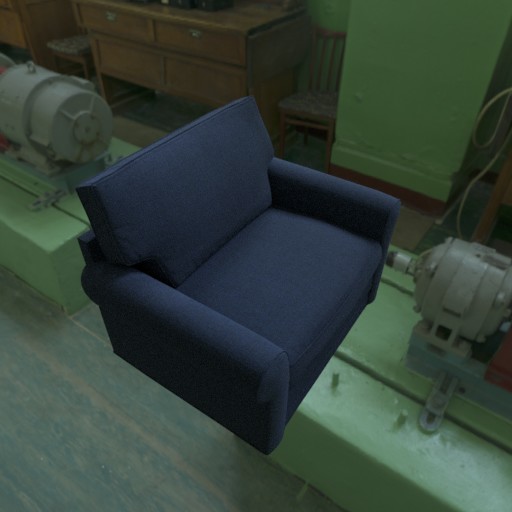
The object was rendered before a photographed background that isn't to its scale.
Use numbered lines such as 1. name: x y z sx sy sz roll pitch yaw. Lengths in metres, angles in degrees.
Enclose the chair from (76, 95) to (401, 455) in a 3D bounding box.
1. chair: 0.000 0.000 2.047 0.963 1.044 1.285 24 46 25
